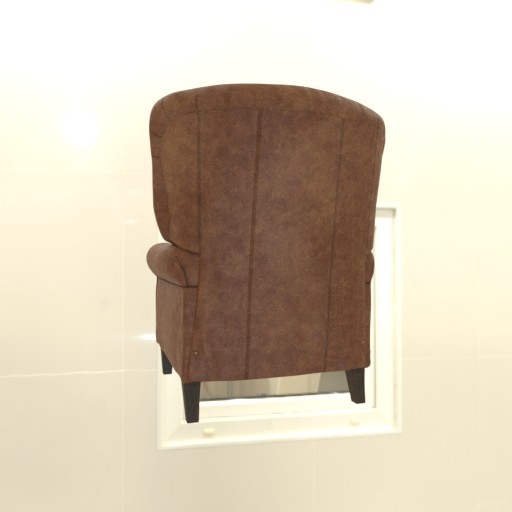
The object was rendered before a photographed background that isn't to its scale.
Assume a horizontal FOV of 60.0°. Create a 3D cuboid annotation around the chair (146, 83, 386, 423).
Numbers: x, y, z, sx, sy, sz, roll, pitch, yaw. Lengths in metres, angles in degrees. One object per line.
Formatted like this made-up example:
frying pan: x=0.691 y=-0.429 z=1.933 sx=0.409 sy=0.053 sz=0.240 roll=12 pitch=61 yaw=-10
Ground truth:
chair: x=0.000 y=0.000 z=1.926 sx=0.951 sy=1.164 sz=1.059 roll=0 pitch=-1 yaw=-18
